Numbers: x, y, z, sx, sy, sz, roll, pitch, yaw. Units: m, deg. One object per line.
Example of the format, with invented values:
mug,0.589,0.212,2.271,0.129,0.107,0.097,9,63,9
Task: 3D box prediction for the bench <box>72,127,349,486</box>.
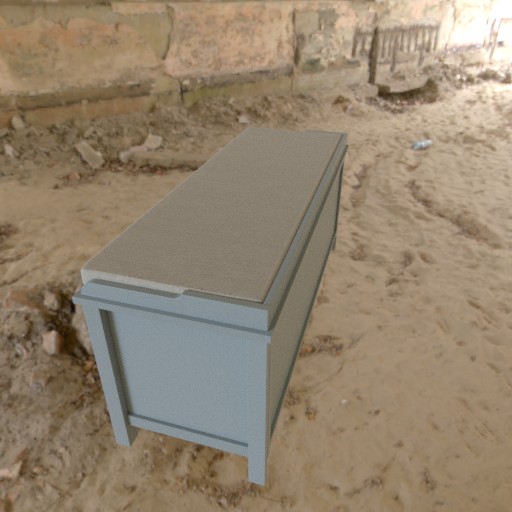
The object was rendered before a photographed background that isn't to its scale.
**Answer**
bench,0.000,0.000,1.377,0.398,0.501,1.140,9,32,14
